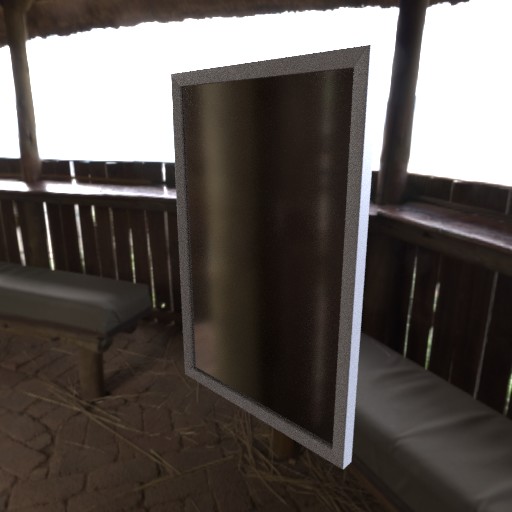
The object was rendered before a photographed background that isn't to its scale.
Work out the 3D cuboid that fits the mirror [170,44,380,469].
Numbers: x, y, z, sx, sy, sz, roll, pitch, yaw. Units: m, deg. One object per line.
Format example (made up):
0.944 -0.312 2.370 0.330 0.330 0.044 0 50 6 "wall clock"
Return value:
0.000 0.000 1.134 0.609 0.914 0.041 15 22 42 "mirror"
